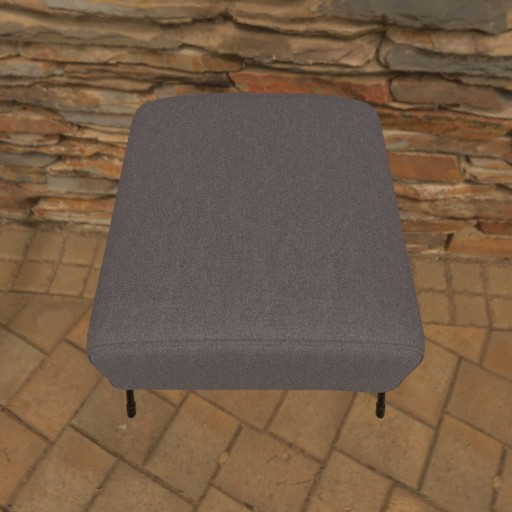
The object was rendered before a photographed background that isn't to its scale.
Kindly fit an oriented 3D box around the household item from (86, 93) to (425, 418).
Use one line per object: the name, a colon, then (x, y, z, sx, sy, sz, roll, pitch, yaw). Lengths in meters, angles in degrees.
household item: (0.000, 0.000, 0.870, 0.530, 0.410, 0.530, 0, 59, 0)
